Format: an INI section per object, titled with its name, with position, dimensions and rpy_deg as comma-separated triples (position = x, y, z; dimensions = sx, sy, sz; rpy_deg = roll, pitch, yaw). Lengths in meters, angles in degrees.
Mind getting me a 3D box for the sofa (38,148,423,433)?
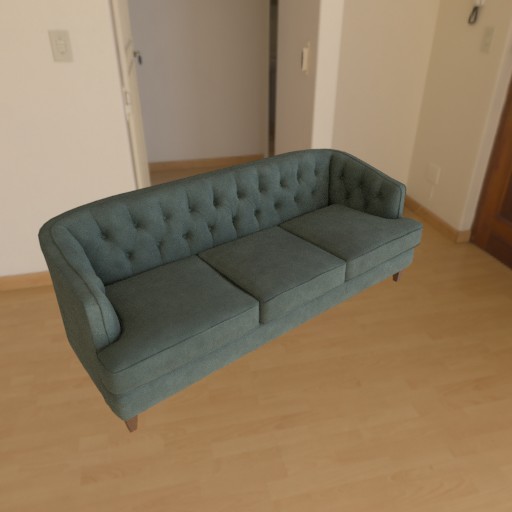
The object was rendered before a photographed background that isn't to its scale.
[sofa]
position = 0.000, 0.000, 2.742
dimensions = 2.278, 0.855, 0.941
rpy_deg = -22, 36, -33
